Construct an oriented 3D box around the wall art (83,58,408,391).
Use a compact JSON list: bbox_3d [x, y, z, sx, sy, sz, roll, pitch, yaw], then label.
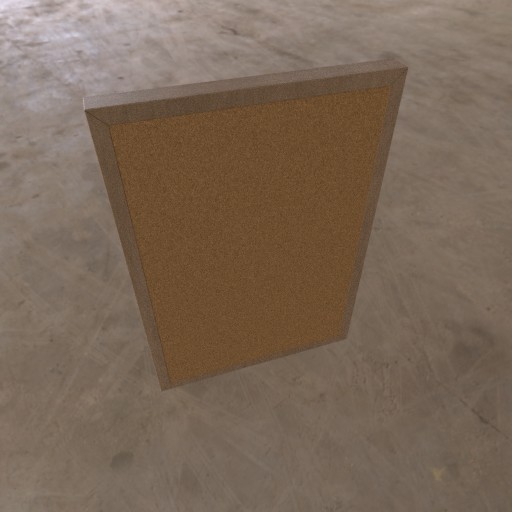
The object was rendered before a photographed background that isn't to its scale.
[{"bbox_3d":[0.000,0.000,0.646,0.356,0.509,0.031,-13,44,-13],"label":"wall art"}]
